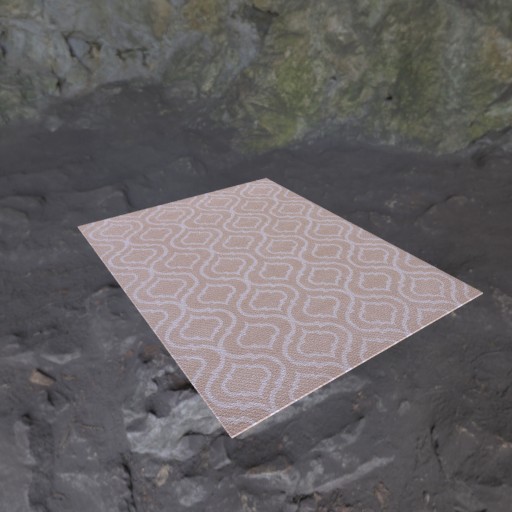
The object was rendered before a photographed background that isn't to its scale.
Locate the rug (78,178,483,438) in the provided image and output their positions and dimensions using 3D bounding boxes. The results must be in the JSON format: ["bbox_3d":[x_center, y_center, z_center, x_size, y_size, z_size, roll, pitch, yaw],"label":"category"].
[{"bbox_3d":[0.000,0.000,3.904,2.286,0.013,2.894,-20,37,-29],"label":"rug"}]
